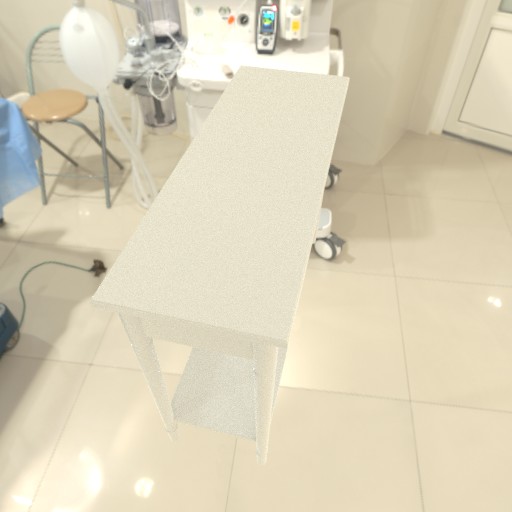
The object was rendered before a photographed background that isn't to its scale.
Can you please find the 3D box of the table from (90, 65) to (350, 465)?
[{"bbox_3d":[0.000,0.000,1.429,0.381,0.749,1.067,10,47,10],"label":"table"}]
